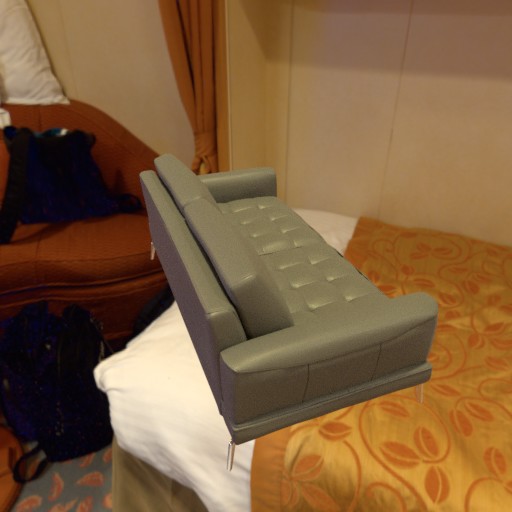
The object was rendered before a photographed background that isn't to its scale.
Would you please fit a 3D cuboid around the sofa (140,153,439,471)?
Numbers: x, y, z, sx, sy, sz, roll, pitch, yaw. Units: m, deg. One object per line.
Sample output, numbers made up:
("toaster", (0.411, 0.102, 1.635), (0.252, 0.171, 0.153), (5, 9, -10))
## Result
("sofa", (0.000, 0.000, 2.819), (1.121, 0.930, 2.177), (-11, 33, -18))
